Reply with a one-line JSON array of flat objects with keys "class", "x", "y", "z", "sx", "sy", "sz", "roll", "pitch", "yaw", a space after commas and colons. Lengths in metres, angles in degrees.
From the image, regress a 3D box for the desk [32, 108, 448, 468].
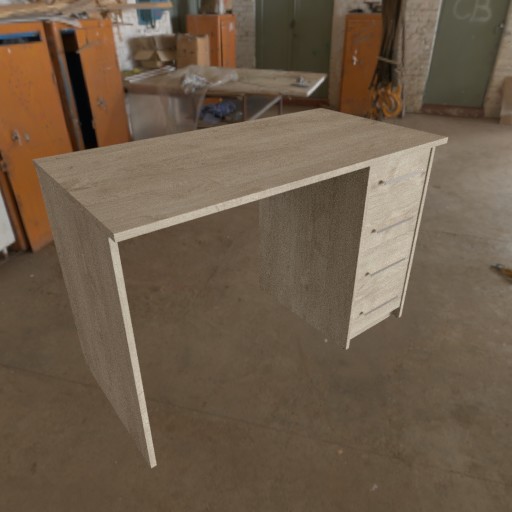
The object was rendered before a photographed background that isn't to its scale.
[{"class": "desk", "x": 0.000, "y": 0.000, "z": 1.475, "sx": 1.096, "sy": 0.730, "sz": 0.560, "roll": -21, "pitch": 36, "yaw": -32}]
